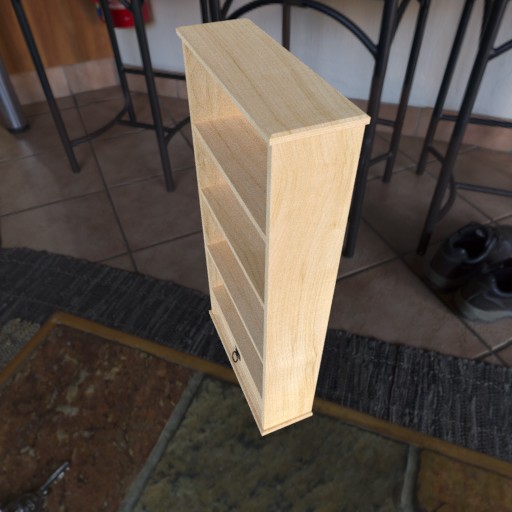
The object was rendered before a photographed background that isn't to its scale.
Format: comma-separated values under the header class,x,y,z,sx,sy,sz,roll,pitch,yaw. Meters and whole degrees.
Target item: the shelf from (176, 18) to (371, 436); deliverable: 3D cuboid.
class,x,y,z,sx,sy,sz,roll,pitch,yaw
shelf,0.000,0.000,1.203,0.175,1.030,0.520,-16,47,-16
